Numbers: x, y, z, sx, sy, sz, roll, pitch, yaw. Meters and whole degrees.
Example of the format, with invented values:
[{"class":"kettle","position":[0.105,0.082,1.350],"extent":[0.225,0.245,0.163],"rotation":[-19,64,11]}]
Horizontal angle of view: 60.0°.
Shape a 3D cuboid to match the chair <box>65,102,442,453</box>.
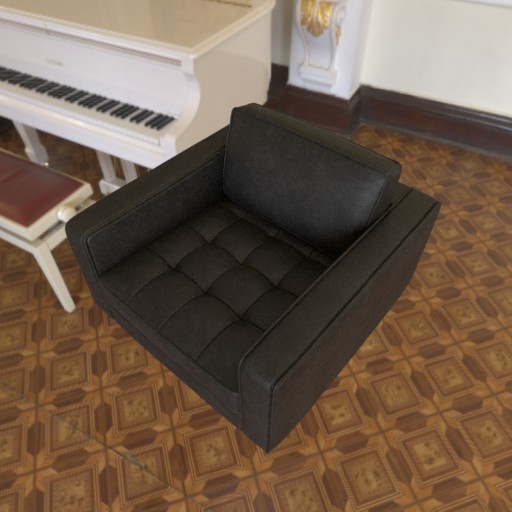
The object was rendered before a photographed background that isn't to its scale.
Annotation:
[{"class":"chair","position":[0.000,0.000,1.576],"extent":[0.889,0.763,0.914],"rotation":[32,54,27]}]
